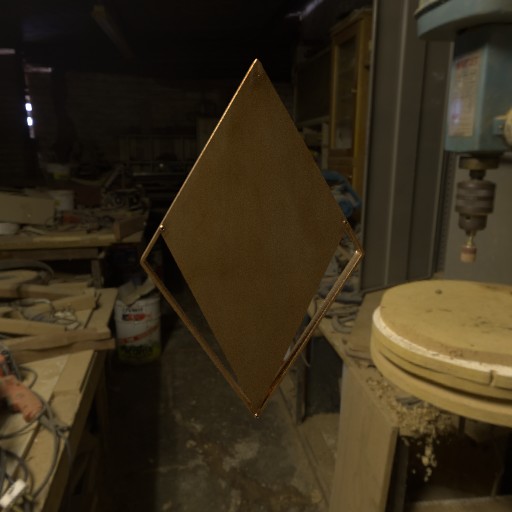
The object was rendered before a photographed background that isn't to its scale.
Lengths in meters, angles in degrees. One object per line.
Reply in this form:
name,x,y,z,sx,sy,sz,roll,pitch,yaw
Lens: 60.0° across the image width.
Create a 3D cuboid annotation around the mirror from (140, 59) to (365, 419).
mirror,0.000,0.000,0.828,0.419,0.679,0.032,-2,15,-9
